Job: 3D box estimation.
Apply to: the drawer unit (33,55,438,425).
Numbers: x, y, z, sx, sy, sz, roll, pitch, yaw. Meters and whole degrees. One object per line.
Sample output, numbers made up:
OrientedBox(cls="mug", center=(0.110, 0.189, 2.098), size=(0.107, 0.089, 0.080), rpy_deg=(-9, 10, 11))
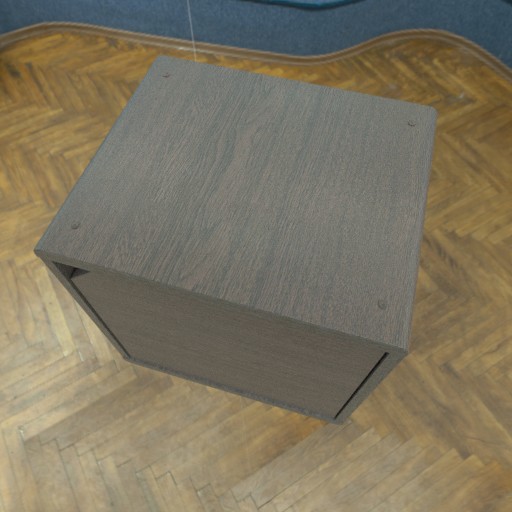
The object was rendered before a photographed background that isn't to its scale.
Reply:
OrientedBox(cls="drawer unit", center=(0.000, 0.000, 0.594), size=(0.344, 0.344, 0.290), rpy_deg=(14, 61, 8))
